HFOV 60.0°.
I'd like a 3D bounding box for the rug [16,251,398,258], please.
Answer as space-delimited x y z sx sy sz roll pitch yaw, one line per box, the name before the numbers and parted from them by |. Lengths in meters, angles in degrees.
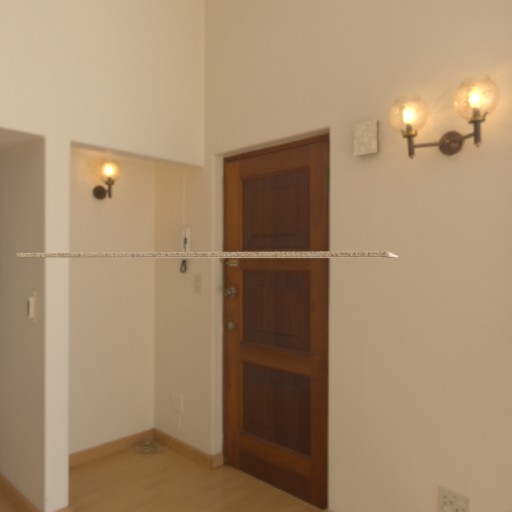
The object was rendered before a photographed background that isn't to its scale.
rug | 0.000 0.000 4.054 2.438 0.029 3.047 0 0 18
